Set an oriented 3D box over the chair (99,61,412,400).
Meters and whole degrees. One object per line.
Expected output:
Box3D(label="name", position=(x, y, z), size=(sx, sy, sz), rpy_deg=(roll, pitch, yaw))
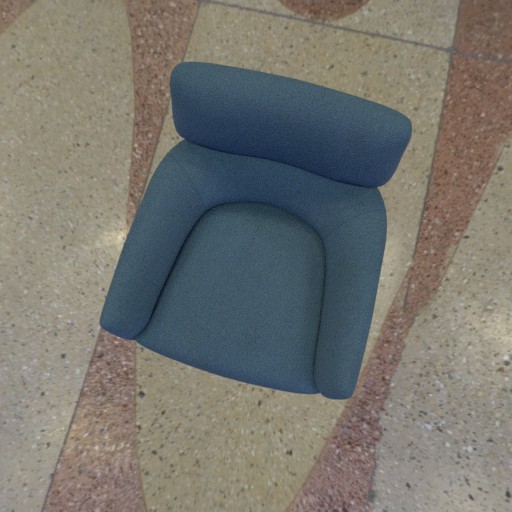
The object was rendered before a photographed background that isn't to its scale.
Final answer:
Box3D(label="chair", position=(0.000, 0.000, 1.387), size=(0.738, 0.813, 0.761), rpy_deg=(15, 76, 4))
